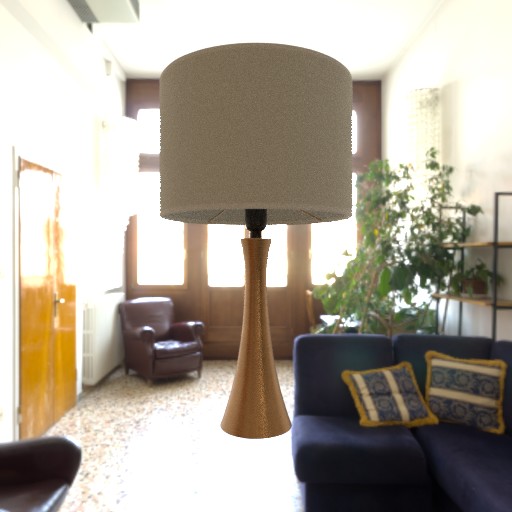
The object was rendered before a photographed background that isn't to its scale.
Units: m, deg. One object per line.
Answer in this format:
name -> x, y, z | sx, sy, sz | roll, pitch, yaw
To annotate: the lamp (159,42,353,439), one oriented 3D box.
lamp -> 0.000, 0.000, 0.629 | 0.268, 0.479, 0.268 | 0, 0, -37
